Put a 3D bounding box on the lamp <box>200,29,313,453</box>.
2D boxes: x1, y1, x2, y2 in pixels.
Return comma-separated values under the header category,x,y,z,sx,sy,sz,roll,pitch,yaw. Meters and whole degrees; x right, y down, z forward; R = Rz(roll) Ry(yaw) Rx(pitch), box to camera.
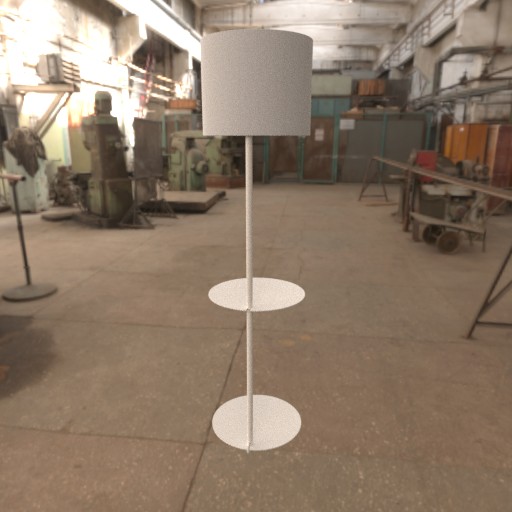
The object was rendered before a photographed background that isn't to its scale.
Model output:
category,x,y,z,sx,sy,sz,roll,pitch,yaw
lamp,0.000,0.000,1.649,0.372,1.465,0.405,2,15,9
